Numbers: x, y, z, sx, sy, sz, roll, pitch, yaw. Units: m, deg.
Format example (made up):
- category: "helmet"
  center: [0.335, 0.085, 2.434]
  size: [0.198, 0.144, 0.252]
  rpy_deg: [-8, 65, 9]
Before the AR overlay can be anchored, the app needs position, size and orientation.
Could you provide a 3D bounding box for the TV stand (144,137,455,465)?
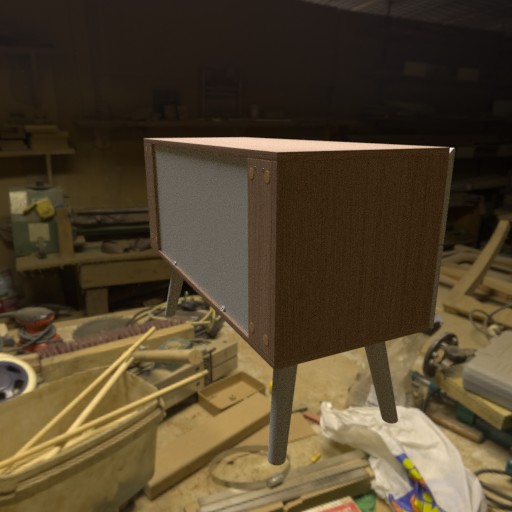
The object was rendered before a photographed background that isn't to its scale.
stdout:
- category: "TV stand"
  center: [0.000, 0.000, 1.321]
  size: [0.407, 0.660, 0.991]
  rpy_deg: [-8, 18, -25]
